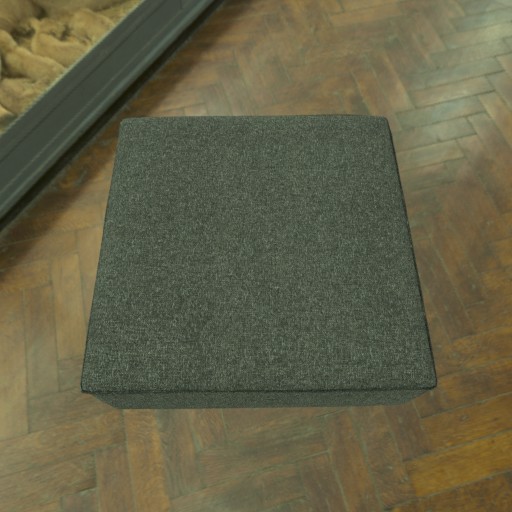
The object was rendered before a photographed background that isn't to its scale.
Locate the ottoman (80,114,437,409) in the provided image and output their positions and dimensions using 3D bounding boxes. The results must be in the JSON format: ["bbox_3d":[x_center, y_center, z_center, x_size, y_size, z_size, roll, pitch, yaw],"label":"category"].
[{"bbox_3d":[0.000,0.000,1.592,1.021,0.423,1.017,0,64,0],"label":"ottoman"}]
